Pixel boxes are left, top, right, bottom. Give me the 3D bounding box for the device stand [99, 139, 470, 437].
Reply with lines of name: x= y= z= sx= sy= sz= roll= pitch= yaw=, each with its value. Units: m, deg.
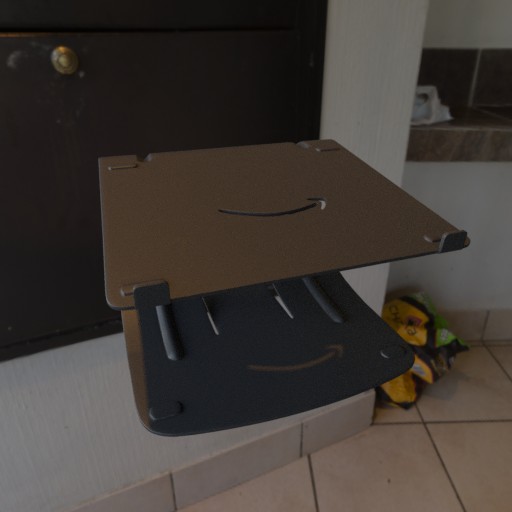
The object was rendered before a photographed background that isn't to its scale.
device stand: x=0.000 y=0.000 z=0.396 sx=0.256 sy=0.155 sz=0.236 roll=-9 pitch=28 yaw=-18
